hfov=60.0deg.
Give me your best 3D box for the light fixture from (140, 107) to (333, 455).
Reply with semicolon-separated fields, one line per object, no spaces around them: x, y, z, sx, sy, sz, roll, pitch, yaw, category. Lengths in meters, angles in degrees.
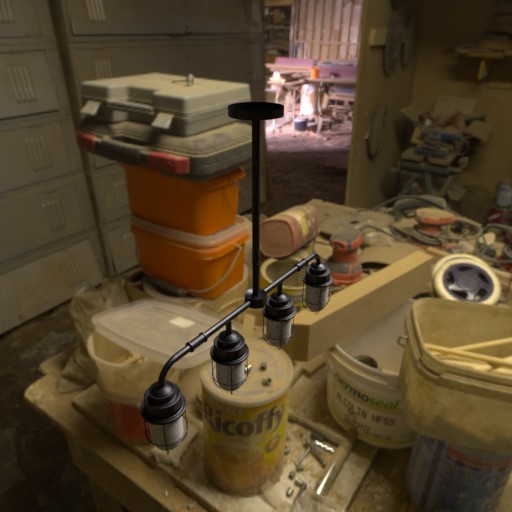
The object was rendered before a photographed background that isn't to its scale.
0.000;0.000;1.210;0.131;0.785;0.852;19;33;32;light fixture
